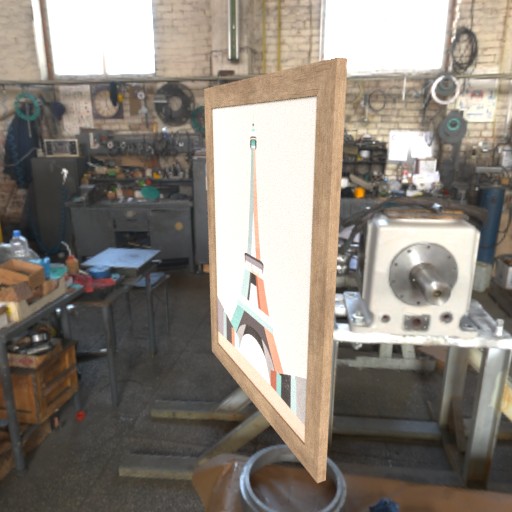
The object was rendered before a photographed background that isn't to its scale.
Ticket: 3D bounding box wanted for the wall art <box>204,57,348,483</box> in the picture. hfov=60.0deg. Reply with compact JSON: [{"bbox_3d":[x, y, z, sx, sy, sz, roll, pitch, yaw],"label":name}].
[{"bbox_3d":[0.000,0.000,0.915,0.018,0.686,0.534,-7,18,-25],"label":"wall art"}]
